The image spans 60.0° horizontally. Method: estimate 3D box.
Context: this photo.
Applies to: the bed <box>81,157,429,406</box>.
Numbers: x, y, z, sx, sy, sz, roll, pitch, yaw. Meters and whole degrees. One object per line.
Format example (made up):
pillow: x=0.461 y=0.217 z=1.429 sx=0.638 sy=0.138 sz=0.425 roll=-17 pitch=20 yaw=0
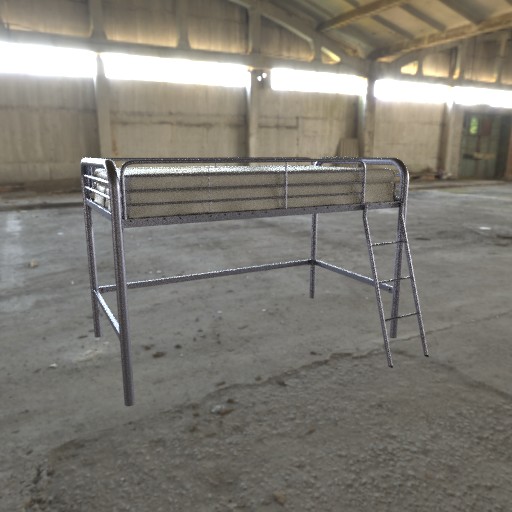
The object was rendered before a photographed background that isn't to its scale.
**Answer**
bed: x=0.000 y=0.000 z=2.983 sx=1.965 sy=1.288 sz=1.415 roll=-7 pitch=15 yaw=-27
